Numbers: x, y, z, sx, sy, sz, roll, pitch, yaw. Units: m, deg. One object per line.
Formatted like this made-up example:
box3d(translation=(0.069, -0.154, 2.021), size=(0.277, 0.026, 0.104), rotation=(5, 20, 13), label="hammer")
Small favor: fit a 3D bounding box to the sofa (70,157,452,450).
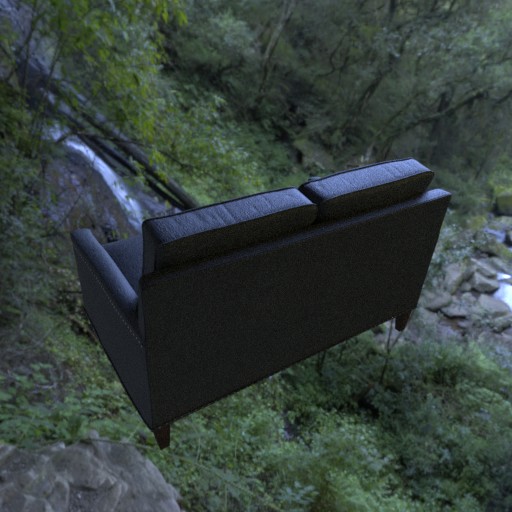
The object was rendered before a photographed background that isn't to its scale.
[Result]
box3d(translation=(0.000, 0.000, 2.263), size=(1.597, 1.003, 1.084), rotation=(-17, 33, -28), label="sofa")
